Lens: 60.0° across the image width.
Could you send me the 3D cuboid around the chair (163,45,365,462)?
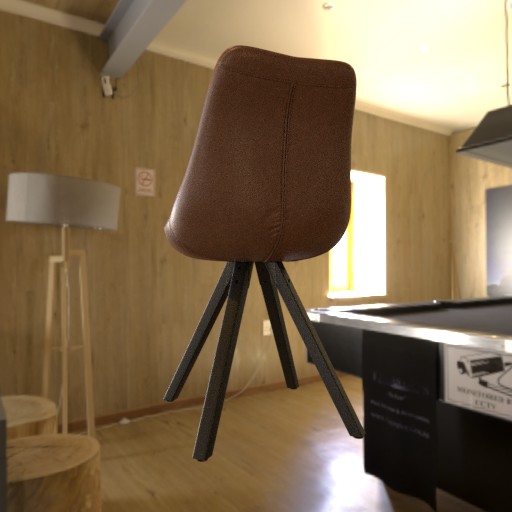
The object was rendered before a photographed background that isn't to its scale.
[{"bbox_3d":[0.000,0.000,1.175,0.475,0.850,0.550,0,-1,-18],"label":"chair"}]
